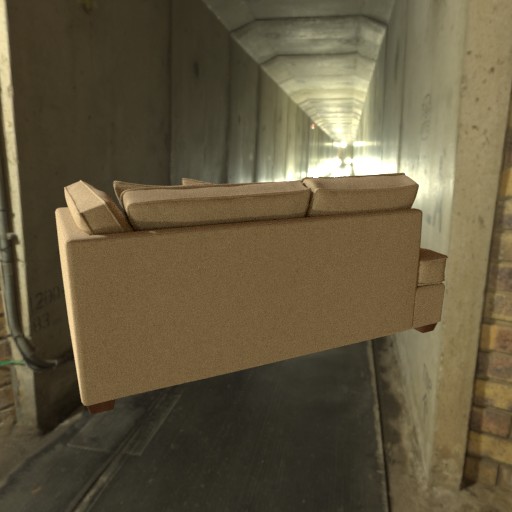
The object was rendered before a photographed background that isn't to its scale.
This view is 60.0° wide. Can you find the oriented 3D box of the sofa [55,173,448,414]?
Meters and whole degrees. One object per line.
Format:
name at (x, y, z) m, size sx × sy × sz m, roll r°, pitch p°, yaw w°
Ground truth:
sofa at (0.000, 0.000, 2.804) m, size 2.237 × 1.033 × 1.110 m, roll -7°, pitch 16°, yaw -25°
